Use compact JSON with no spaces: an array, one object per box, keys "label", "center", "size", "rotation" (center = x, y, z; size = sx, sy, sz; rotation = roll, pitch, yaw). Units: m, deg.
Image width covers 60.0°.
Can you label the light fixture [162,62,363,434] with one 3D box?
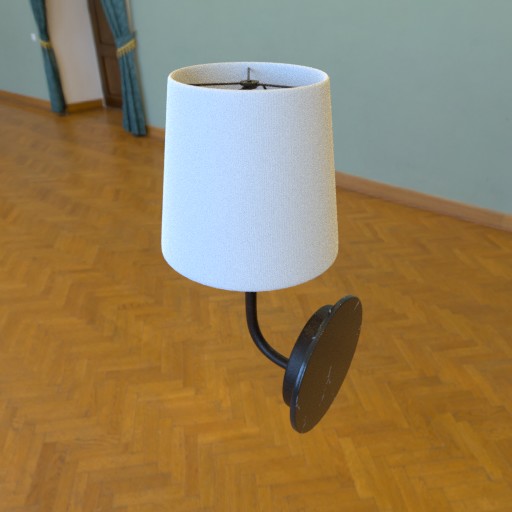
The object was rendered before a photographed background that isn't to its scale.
[{"label":"light fixture","center":[0.000,0.000,0.440],"size":[0.188,0.337,0.168],"rotation":[20,37,29]}]
